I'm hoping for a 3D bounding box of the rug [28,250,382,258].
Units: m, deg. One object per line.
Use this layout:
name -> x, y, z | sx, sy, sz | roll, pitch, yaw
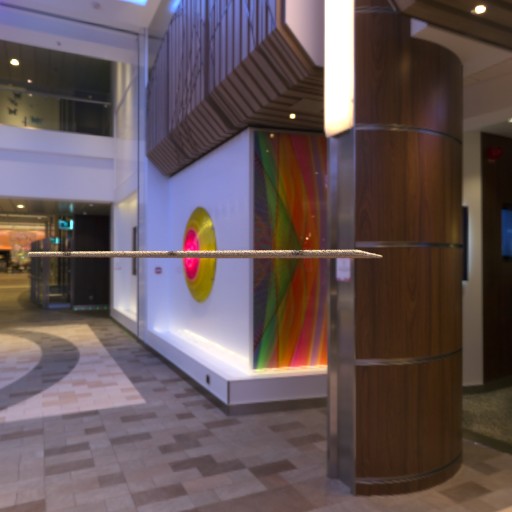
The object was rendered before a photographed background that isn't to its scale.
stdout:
rug -> 0.000, 0.000, 3.448 | 1.801, 0.026, 2.701 | 0, -1, 18
